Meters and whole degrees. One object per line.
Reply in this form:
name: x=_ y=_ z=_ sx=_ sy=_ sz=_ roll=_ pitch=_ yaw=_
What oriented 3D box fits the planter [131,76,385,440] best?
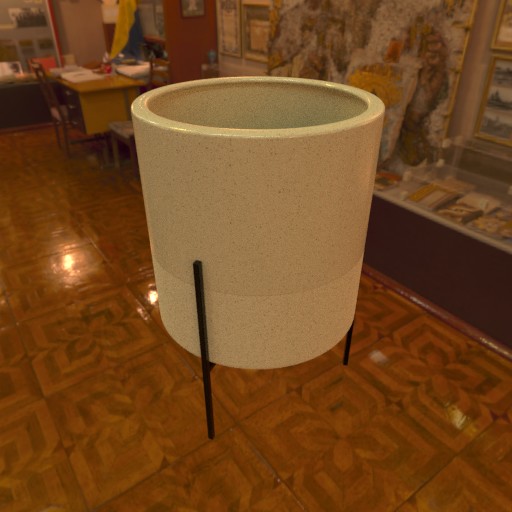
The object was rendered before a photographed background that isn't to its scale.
planter: x=0.000 y=0.000 z=0.689 sx=0.314 sy=0.475 sz=0.323 roll=-19 pitch=37 yaw=-28
